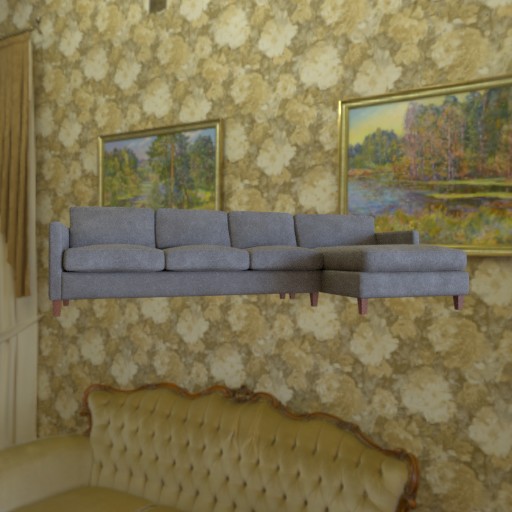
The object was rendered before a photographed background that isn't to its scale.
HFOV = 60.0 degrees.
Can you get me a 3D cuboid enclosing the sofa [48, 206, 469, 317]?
[{"bbox_3d":[0.000,0.000,4.065,3.471,0.950,1.604,0,0,-19],"label":"sofa"}]
